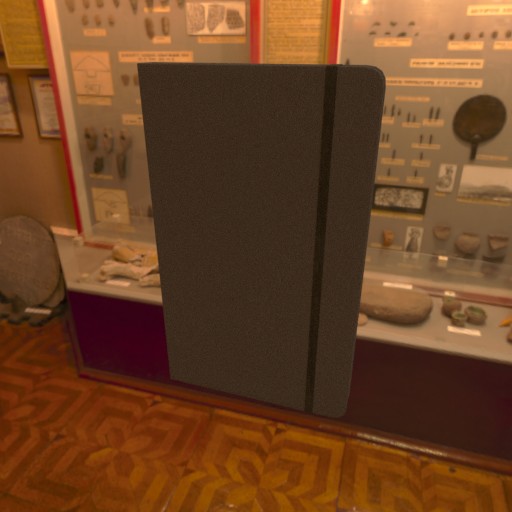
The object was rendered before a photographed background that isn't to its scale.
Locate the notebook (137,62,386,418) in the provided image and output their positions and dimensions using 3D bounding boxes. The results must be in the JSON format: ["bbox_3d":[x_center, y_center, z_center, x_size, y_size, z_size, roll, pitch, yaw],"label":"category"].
[{"bbox_3d":[0.000,0.000,0.267,0.127,0.213,0.016,8,27,16],"label":"notebook"}]
